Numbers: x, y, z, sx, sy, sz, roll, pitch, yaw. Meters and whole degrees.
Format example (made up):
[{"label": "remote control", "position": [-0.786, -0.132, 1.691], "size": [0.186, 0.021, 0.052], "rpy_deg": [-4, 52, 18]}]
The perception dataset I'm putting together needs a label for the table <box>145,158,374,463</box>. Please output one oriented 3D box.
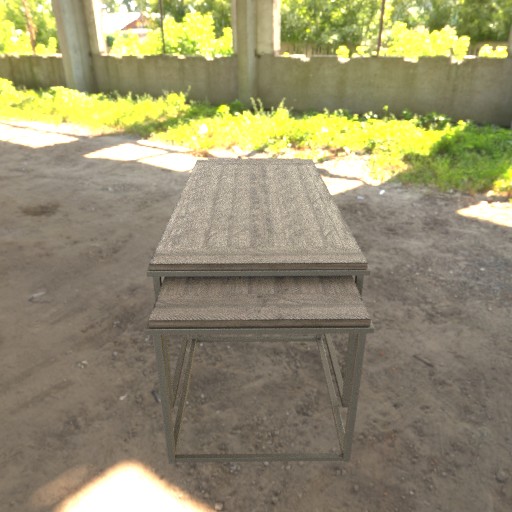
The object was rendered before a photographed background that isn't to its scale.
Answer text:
[{"label": "table", "position": [0.000, 0.000, 1.494], "size": [0.489, 0.427, 1.312], "rpy_deg": [0, 26, -1]}]
